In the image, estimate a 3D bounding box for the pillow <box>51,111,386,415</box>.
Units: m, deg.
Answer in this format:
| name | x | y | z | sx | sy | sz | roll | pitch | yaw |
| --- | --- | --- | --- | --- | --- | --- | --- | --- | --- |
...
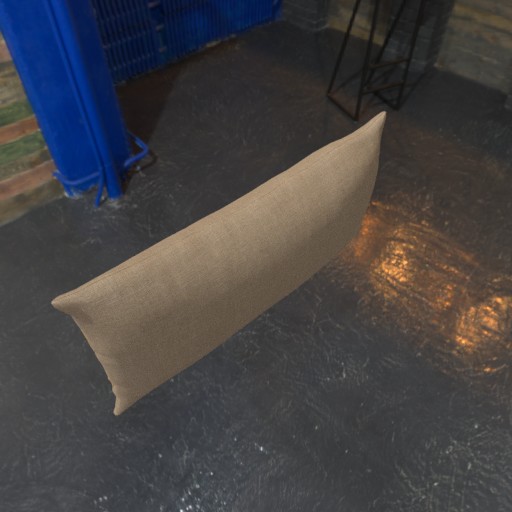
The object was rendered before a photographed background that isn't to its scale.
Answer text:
| name | x | y | z | sx | sy | sz | roll | pitch | yaw |
| --- | --- | --- | --- | --- | --- | --- | --- | --- | --- |
| pillow | 0.000 | 0.000 | 0.733 | 0.612 | 0.308 | 0.148 | -34 | 57 | -26 |
